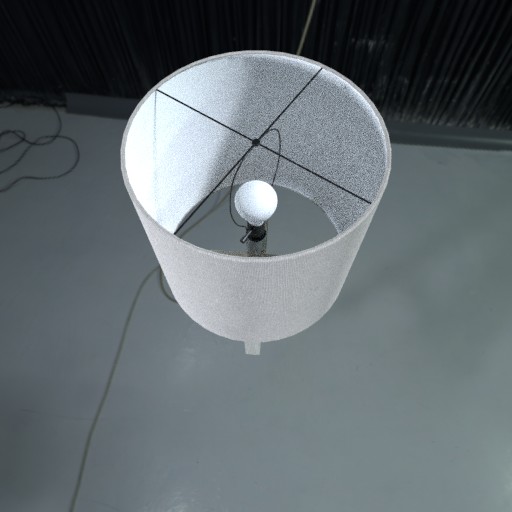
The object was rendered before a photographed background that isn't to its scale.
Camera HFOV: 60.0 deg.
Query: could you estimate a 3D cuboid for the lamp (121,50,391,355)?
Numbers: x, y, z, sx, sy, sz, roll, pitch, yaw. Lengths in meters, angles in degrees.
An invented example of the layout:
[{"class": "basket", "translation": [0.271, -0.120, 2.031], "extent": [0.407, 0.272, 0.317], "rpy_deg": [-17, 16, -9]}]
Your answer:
[{"class": "lamp", "translation": [0.000, 0.000, 0.566], "extent": [0.229, 0.428, 0.229], "rpy_deg": [4, 63, 2]}]
